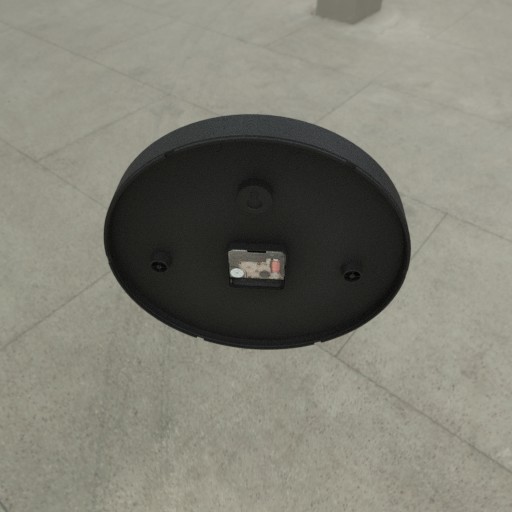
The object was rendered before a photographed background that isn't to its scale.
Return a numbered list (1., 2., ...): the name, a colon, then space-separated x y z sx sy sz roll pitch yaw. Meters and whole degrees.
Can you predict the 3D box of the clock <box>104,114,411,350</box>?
1. clock: 0.000 0.000 0.444 0.293 0.293 0.040 3 47 3
